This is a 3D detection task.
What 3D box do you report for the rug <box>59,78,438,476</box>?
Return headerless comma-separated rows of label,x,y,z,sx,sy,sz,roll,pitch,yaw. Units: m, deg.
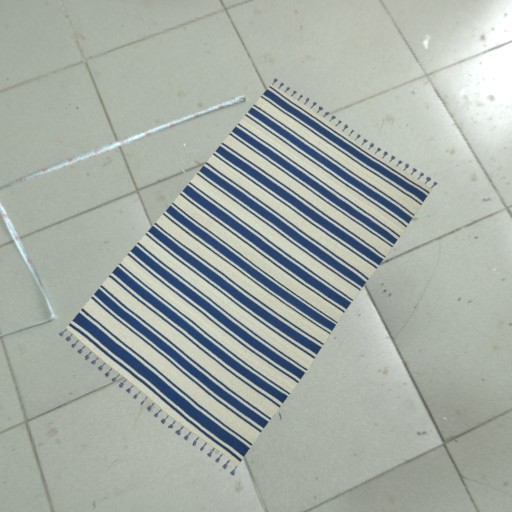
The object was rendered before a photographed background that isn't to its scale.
rug,0.000,0.000,2.628,1.248,0.009,2.108,36,79,8
